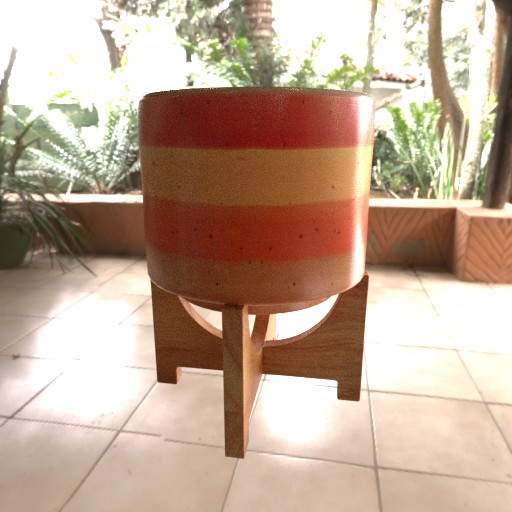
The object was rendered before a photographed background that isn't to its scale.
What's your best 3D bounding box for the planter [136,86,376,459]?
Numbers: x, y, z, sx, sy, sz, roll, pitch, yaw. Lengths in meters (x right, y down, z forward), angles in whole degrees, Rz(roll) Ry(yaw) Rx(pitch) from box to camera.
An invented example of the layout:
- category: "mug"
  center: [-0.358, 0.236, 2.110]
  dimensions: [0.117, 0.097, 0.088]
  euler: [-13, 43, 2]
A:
- category: "planter"
  center: [0.000, 0.000, 0.398]
  dimensions: [0.199, 0.268, 0.199]
  euler: [0, 15, 0]
